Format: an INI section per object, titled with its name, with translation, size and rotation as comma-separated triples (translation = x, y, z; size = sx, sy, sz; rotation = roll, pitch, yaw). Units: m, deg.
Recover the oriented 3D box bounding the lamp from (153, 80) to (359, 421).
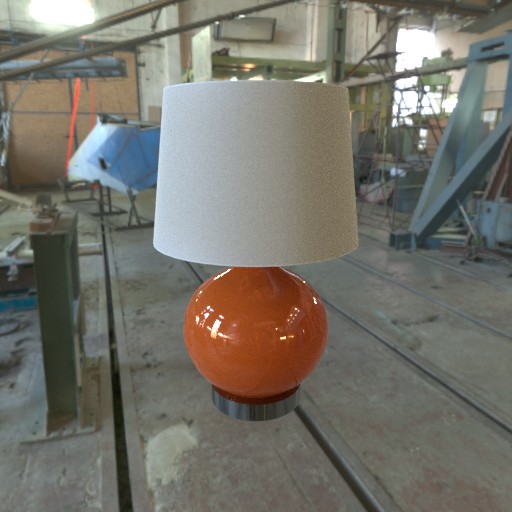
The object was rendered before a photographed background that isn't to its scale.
[lamp]
translation = 0.000, 0.000, 0.551
size = 0.247, 0.387, 0.247
rotation = 0, 15, 0
